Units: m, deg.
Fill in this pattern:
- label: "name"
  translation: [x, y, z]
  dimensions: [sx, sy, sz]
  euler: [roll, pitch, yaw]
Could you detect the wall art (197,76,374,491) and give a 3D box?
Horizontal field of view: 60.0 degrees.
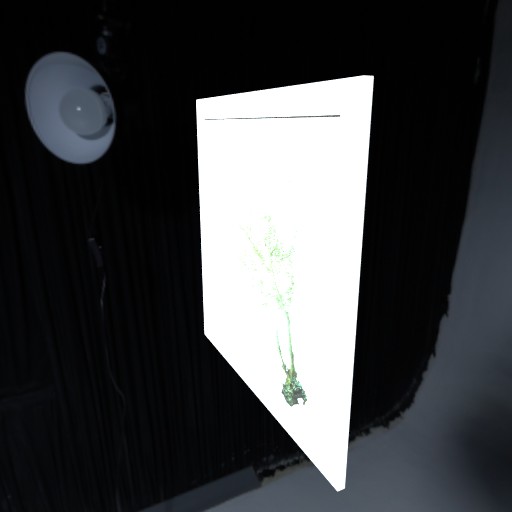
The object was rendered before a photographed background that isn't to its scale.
- label: "wall art"
  translation: [0.000, 0.000, 0.843]
  dimensions: [0.013, 0.584, 0.584]
  euler: [-8, 18, -25]
